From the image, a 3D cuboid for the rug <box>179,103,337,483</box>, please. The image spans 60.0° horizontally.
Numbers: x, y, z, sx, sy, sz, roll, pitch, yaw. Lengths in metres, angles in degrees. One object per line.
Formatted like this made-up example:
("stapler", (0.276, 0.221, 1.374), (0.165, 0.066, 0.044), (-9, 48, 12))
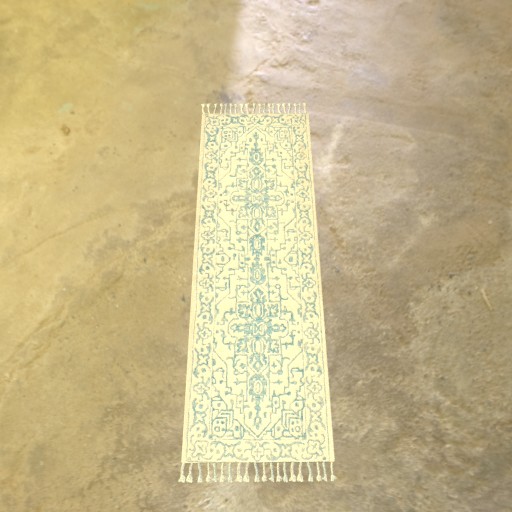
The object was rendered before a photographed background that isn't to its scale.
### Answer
("rug", (0.000, 0.000, 2.687), (0.774, 0.011, 2.449), (0, 65, 0))
